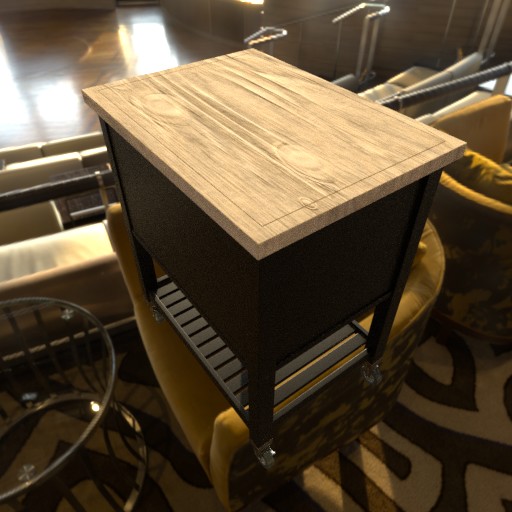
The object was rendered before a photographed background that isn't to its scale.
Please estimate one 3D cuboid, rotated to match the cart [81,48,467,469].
[{"bbox_3d":[0.000,0.000,1.375,0.567,0.920,0.797,-27,49,-26],"label":"cart"}]
